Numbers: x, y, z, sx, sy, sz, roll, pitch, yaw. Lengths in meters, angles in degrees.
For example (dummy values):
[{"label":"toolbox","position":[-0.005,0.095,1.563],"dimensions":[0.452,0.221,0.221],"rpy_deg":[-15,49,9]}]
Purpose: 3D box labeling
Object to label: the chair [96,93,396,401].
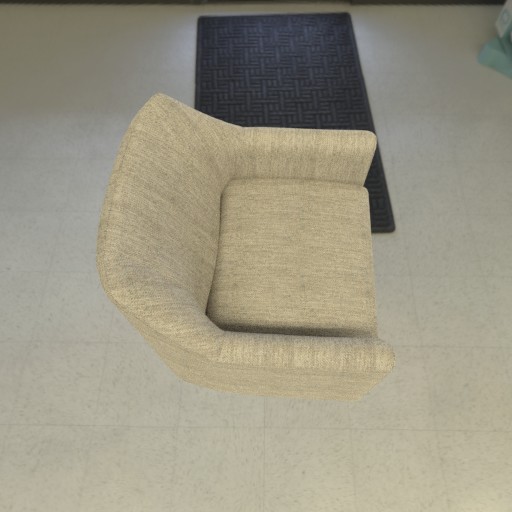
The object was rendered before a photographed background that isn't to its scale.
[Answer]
[{"label":"chair","position":[0.000,0.000,1.433],"dimensions":[0.758,0.761,0.796],"rpy_deg":[3,62,2]}]
